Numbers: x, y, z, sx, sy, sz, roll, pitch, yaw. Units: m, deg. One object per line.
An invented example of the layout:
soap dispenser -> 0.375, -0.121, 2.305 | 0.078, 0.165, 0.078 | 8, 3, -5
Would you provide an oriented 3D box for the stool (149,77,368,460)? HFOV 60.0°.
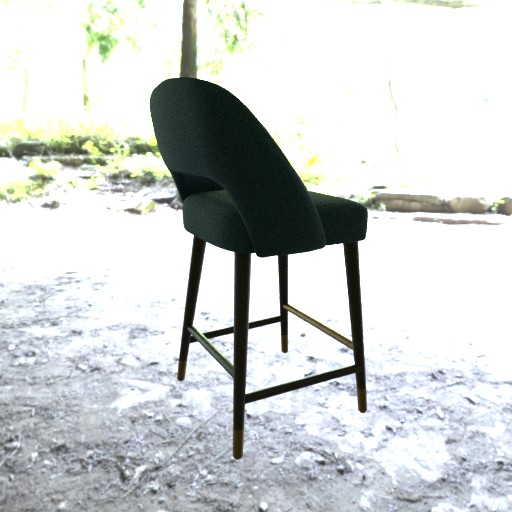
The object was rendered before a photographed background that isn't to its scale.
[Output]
stool -> 0.000, 0.000, 1.293 | 0.522, 0.939, 0.536 | -8, 17, -28
